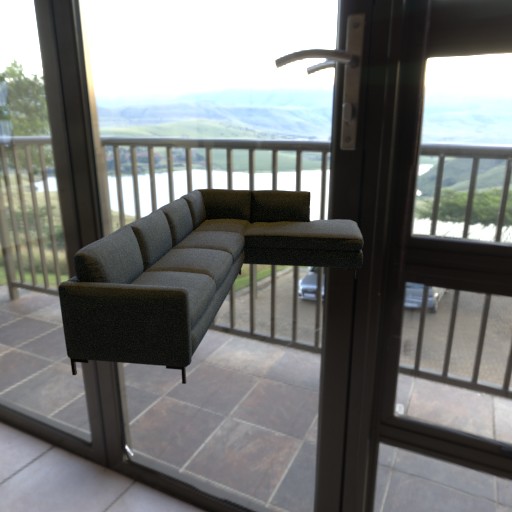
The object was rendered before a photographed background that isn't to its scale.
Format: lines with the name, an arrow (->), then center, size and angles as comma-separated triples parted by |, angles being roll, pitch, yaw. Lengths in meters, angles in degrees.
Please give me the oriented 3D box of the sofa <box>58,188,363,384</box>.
sofa -> 0.000, 0.000, 3.942 | 2.007, 0.815, 2.949 | 2, 17, 8
